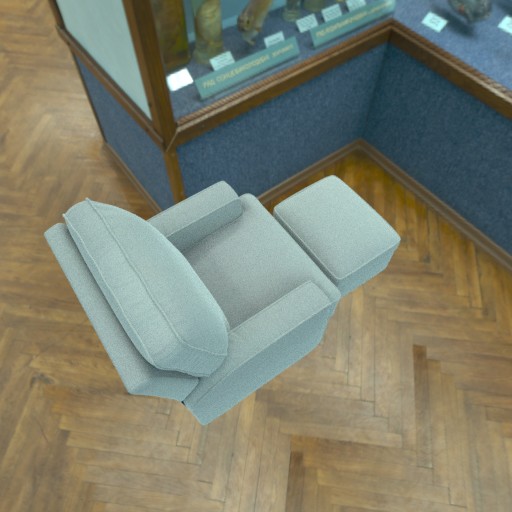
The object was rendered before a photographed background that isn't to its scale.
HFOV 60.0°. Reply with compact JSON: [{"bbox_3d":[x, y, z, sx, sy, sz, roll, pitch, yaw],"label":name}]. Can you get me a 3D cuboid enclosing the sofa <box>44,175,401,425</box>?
[{"bbox_3d":[0.000,0.000,2.054,1.472,0.959,0.861,-30,63,-18],"label":"sofa"}]
